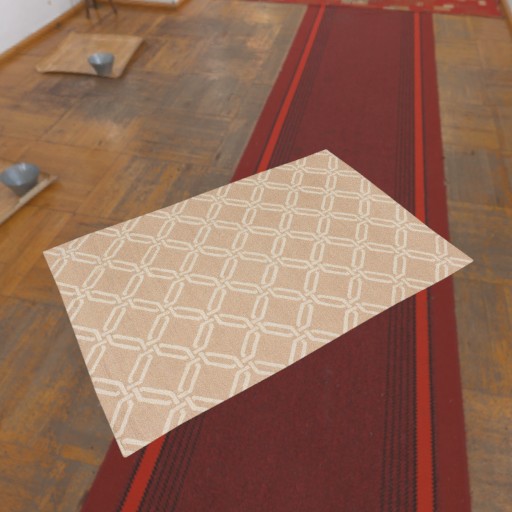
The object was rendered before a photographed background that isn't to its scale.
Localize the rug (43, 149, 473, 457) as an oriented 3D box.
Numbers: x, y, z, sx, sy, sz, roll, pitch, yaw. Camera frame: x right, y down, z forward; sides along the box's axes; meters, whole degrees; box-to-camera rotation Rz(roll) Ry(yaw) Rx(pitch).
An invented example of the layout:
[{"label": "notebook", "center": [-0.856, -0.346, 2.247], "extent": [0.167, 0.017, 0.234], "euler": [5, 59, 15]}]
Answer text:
[{"label": "rug", "center": [0.000, 0.000, 2.128], "extent": [1.745, 0.010, 1.146], "euler": [-24, 50, -21]}]
